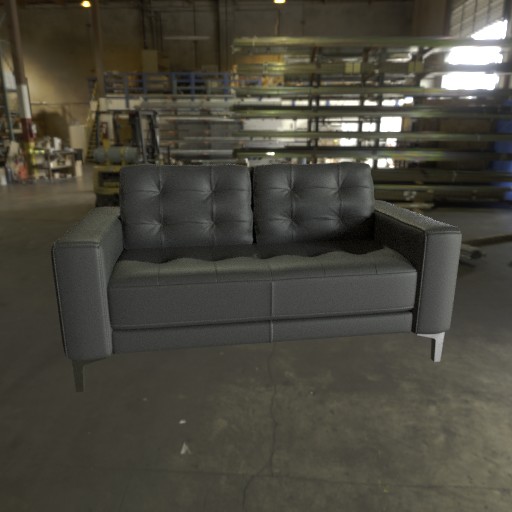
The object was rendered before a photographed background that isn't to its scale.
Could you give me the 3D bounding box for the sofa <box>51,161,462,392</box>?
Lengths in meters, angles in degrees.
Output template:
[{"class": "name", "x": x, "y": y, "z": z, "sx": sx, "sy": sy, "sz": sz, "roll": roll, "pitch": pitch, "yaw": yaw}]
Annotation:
[{"class": "sofa", "x": 0.000, "y": 0.000, "z": 2.219, "sx": 1.726, "sy": 0.893, "sz": 0.833, "roll": -2, "pitch": 16, "yaw": -9}]
